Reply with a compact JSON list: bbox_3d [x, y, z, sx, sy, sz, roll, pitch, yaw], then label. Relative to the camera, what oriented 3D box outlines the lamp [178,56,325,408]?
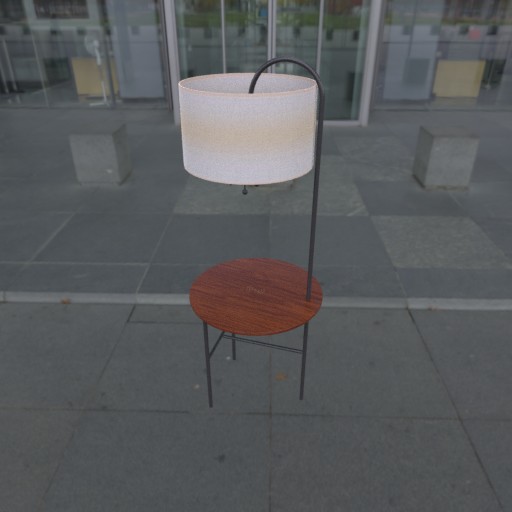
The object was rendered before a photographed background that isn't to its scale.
[{"bbox_3d":[0.000,0.000,1.832,0.573,1.517,0.573,0,29,0],"label":"lamp"}]
